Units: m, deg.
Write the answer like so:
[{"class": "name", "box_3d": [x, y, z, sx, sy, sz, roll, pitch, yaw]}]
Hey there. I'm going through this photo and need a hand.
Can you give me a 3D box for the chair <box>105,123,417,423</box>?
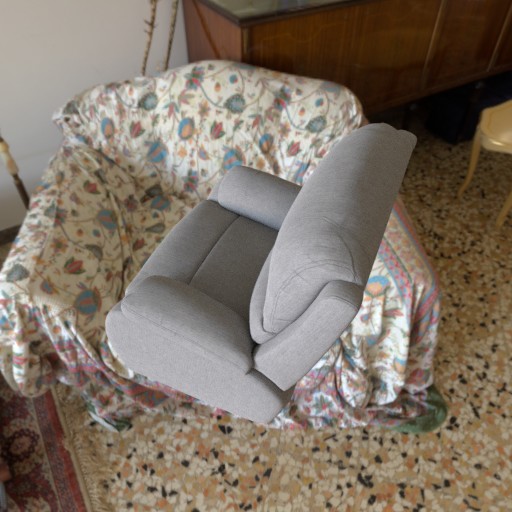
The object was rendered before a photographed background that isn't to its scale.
[{"class": "chair", "box_3d": [0.000, 0.000, 1.722, 0.899, 1.011, 0.930, 17, 48, 16]}]
